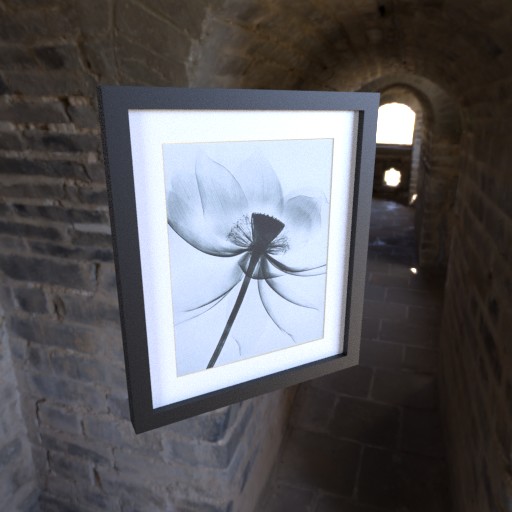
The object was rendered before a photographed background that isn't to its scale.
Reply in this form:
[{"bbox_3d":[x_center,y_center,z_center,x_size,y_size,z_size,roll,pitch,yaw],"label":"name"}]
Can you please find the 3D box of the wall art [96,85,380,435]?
[{"bbox_3d":[0.000,0.000,0.543,0.330,0.381,0.029,-9,20,-26],"label":"wall art"}]
